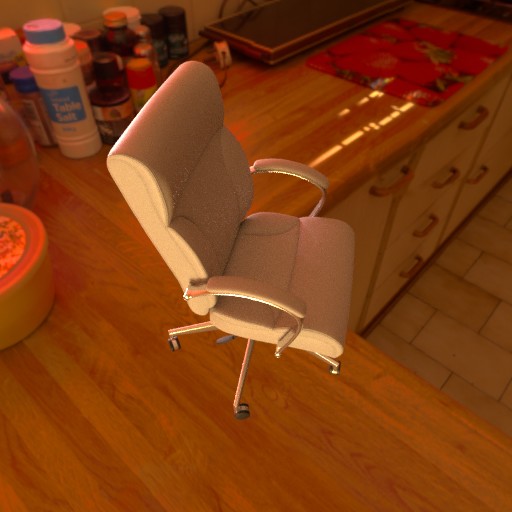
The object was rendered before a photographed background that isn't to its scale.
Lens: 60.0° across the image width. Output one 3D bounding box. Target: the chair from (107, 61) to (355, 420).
[{"bbox_3d":[0.000,0.000,1.569,0.745,1.099,0.727,9,47,9],"label":"chair"}]
